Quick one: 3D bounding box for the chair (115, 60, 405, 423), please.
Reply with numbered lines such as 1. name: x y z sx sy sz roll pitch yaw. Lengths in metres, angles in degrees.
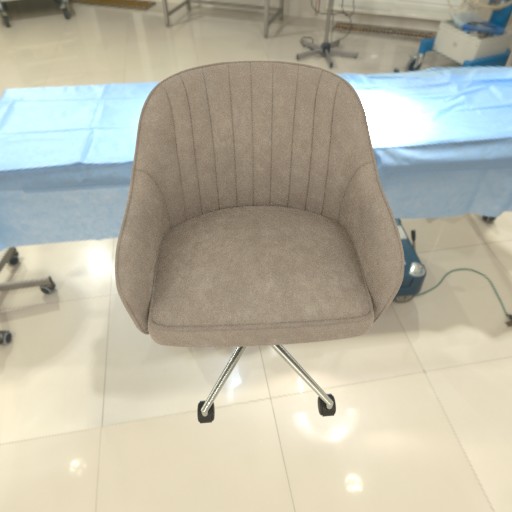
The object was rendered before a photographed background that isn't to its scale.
1. chair: 0.000 0.000 1.208 0.635 0.831 0.573 -2 46 -2
